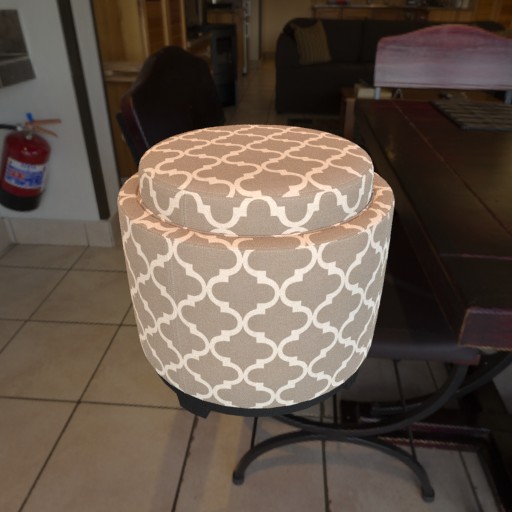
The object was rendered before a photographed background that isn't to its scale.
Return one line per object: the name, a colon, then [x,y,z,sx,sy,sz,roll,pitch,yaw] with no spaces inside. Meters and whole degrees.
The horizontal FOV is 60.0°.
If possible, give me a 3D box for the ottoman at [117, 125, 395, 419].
ottoman: [0.000,0.000,0.852,0.480,0.429,0.480,0,30,0]
